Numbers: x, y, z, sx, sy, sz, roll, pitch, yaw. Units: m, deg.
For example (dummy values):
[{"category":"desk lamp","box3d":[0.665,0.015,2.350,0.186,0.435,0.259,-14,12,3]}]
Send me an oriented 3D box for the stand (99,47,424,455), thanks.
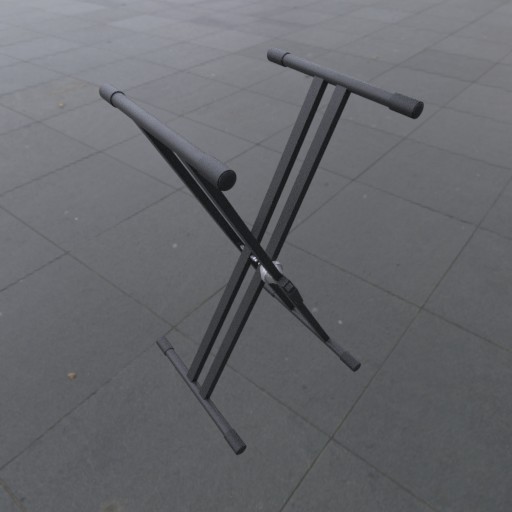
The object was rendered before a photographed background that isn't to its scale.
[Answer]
[{"category":"stand","box3d":[0.000,0.000,1.219,0.503,0.900,0.495,-26,46,-27]}]
